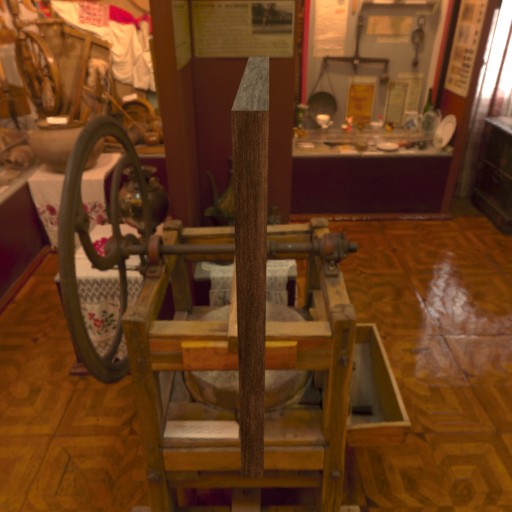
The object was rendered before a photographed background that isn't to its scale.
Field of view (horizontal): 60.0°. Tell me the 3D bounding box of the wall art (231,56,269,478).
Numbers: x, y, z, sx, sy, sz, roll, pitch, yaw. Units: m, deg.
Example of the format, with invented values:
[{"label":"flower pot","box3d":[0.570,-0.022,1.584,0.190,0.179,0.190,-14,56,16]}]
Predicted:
[{"label":"wall art","box3d":[0.000,0.000,1.332,0.063,1.016,0.762,1,30,1]}]
